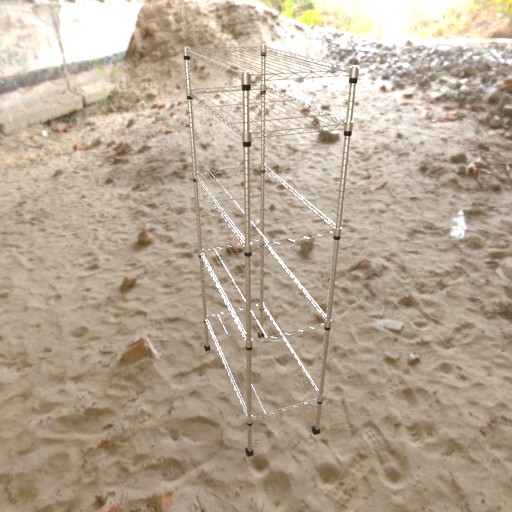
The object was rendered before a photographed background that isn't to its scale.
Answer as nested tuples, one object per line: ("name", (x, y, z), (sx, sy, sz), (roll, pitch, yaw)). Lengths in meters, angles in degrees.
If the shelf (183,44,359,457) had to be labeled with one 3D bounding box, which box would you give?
("shelf", (0.000, 0.000, 1.910), (0.356, 1.587, 0.762), (-11, 32, -17))
